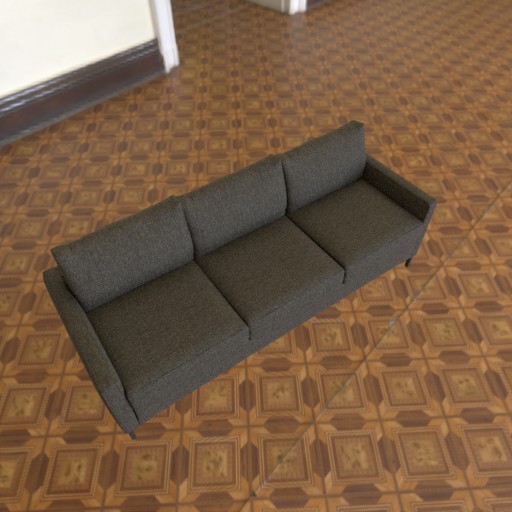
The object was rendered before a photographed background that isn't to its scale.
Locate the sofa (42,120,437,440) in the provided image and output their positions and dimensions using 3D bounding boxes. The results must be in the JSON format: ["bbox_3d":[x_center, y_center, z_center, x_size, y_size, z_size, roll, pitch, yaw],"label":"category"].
[{"bbox_3d":[0.000,0.000,2.707,2.253,0.879,0.876,-27,53,-23],"label":"sofa"}]
